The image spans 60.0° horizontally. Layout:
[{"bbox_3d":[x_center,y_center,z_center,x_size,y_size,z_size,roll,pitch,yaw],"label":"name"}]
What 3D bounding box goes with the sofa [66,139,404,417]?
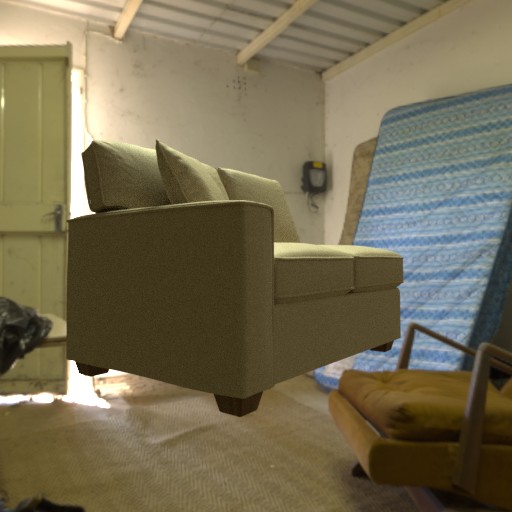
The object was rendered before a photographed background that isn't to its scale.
[{"bbox_3d":[0.000,0.000,2.111,0.991,0.989,1.388,-1,-1,37],"label":"sofa"}]
